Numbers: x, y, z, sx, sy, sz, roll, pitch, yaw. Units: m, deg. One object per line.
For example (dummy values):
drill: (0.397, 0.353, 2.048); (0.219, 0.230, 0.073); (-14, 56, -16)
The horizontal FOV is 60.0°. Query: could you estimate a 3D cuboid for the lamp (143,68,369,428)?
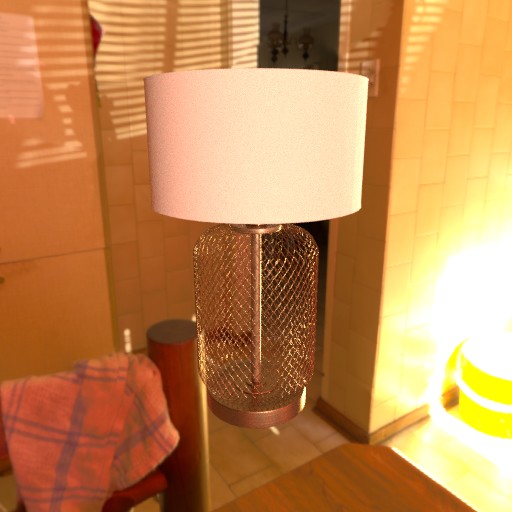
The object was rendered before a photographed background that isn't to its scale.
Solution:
lamp: (0.000, 0.000, 0.790); (0.353, 0.578, 0.353); (0, 16, 0)
